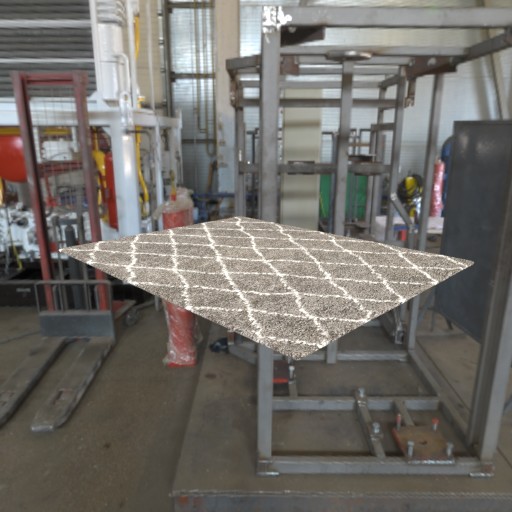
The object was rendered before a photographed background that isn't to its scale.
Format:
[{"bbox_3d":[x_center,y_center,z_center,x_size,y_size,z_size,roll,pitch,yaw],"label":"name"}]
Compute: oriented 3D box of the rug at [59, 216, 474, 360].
[{"bbox_3d":[0.000,0.000,4.125,2.438,0.029,3.047,-15,22,-43],"label":"rug"}]
